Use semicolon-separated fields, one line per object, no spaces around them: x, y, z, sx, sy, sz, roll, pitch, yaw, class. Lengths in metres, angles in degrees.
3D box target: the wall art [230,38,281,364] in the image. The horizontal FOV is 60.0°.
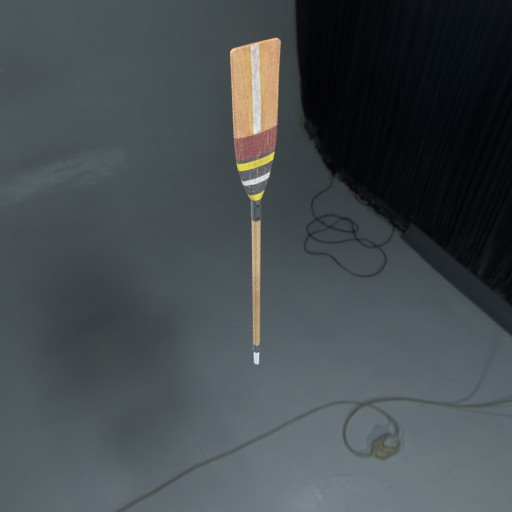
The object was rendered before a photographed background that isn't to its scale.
0.000;0.000;1.686;0.146;1.556;0.038;-24;51;-21;wall art
